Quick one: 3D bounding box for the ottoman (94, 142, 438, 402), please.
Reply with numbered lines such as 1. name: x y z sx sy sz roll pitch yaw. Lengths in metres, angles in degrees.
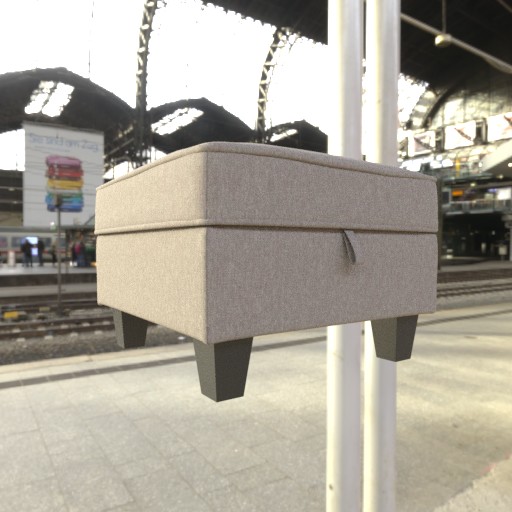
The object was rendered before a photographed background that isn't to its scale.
1. ottoman: 0.000 0.000 1.407 0.808 0.612 0.871 -1 1 -35
